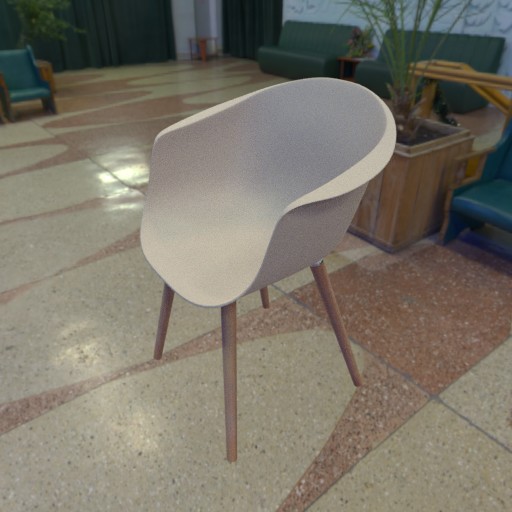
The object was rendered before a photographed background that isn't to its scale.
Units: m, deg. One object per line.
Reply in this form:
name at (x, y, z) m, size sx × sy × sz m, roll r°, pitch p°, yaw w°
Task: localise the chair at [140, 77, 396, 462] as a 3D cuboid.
chair at (0.000, 0.000, 1.110) m, size 0.504 × 0.781 × 0.593 m, roll -20°, pitch 37°, yaw -30°
